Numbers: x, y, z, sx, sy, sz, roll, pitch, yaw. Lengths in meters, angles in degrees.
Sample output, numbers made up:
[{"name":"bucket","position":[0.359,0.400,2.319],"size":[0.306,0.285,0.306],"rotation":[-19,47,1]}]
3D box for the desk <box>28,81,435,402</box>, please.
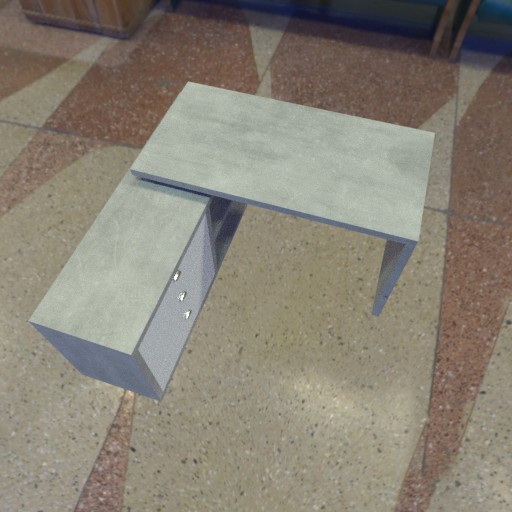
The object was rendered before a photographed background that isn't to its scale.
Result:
[{"name":"desk","position":[0.000,0.000,2.260],"size":[1.400,0.740,1.500],"rotation":[15,58,10]}]
